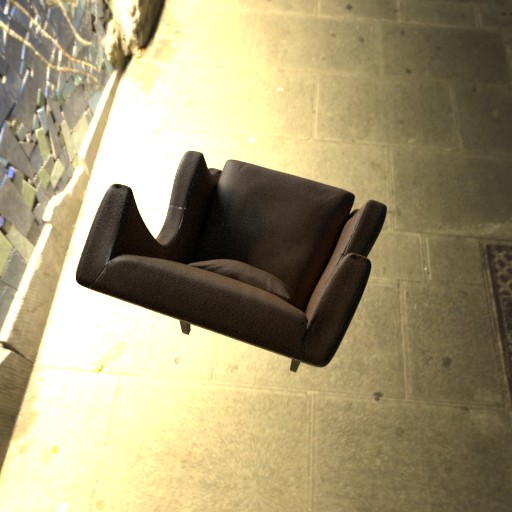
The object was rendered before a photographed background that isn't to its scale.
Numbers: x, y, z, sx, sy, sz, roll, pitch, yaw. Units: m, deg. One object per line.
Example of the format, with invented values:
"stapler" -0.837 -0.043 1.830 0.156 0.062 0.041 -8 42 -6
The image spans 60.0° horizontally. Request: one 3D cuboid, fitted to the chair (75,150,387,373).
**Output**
"chair" 0.000 0.000 1.700 0.852 1.016 0.925 17 63 9
